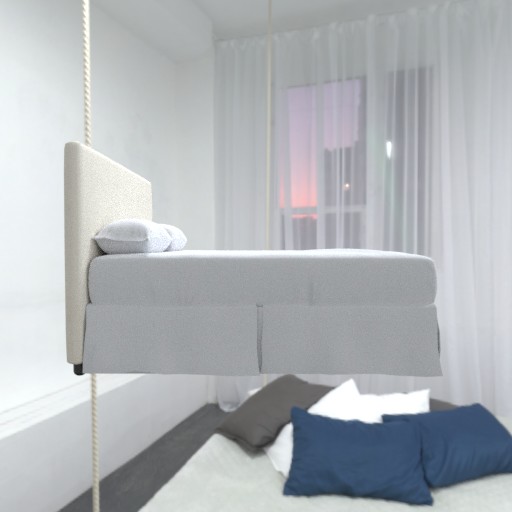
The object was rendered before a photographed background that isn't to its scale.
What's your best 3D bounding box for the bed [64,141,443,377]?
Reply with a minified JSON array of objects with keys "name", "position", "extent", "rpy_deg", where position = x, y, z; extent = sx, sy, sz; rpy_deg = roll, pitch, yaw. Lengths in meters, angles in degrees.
[{"name":"bed","position":[0.000,0.000,3.262],"extent":[2.142,1.330,1.713],"rpy_deg":[0,2,0]}]
